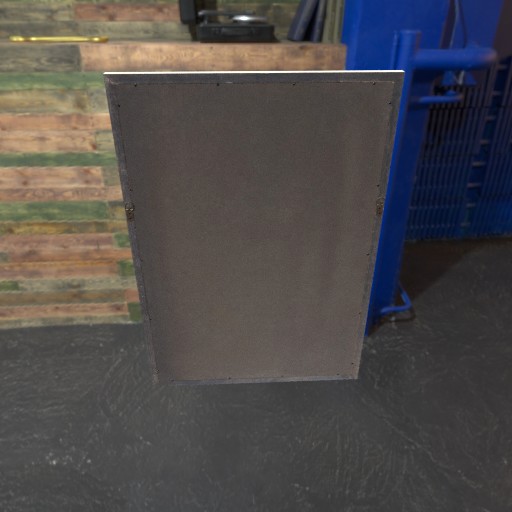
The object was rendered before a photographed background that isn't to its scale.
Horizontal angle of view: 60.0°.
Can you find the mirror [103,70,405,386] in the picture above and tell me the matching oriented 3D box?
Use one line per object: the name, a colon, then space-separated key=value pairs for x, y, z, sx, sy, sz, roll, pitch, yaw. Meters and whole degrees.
mirror: x=0.000 y=0.000 z=1.288 sx=0.705 sy=0.996 sz=0.025 roll=-1 pitch=30 yaw=-2
